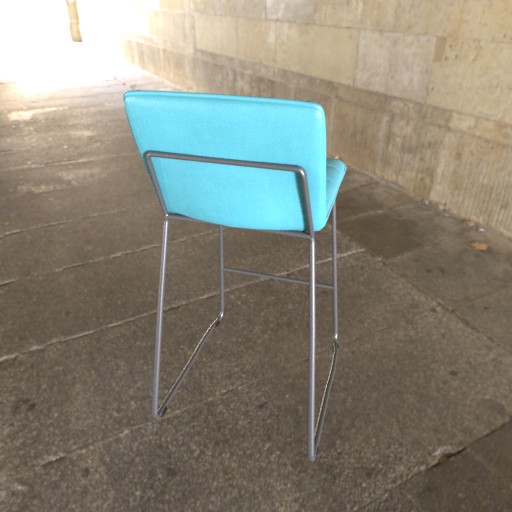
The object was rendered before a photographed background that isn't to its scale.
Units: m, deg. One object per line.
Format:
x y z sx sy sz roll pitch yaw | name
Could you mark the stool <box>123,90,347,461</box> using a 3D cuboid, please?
0.000 0.000 1.218 0.489 0.936 0.524 9 32 15 | stool
